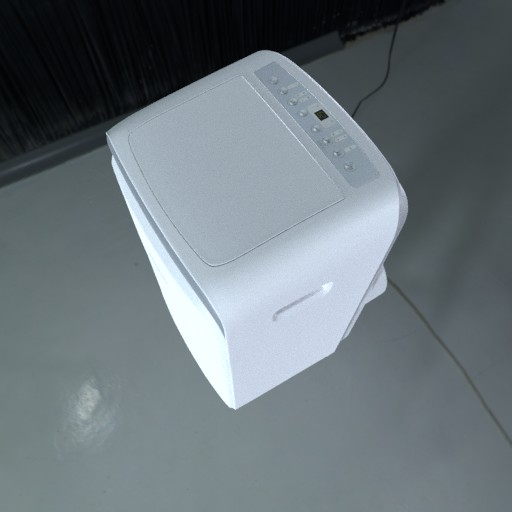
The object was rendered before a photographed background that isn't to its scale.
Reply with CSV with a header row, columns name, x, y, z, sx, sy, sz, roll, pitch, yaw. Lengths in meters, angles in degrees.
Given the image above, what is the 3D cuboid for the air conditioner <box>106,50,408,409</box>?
name,x,y,z,sx,sy,sz,roll,pitch,yaw
air conditioner,0.000,0.000,1.040,0.467,0.765,0.478,-29,67,-14
